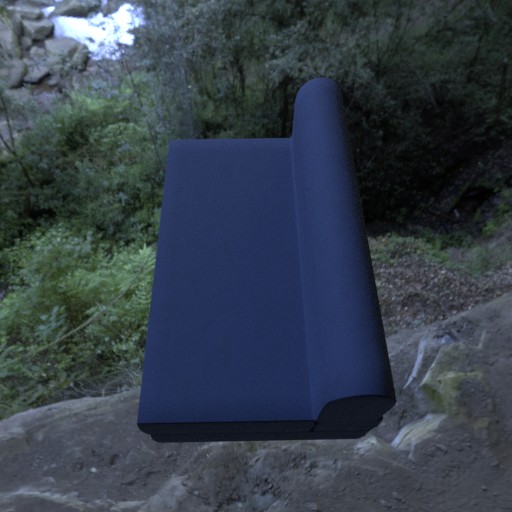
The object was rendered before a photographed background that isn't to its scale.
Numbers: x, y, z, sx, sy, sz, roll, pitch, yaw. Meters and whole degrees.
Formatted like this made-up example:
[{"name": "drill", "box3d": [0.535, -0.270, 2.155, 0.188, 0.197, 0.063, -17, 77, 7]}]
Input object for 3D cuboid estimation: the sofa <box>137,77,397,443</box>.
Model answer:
[{"name": "sofa", "box3d": [0.000, 0.000, 1.669, 0.762, 0.660, 1.219, -1, 59, -1]}]
